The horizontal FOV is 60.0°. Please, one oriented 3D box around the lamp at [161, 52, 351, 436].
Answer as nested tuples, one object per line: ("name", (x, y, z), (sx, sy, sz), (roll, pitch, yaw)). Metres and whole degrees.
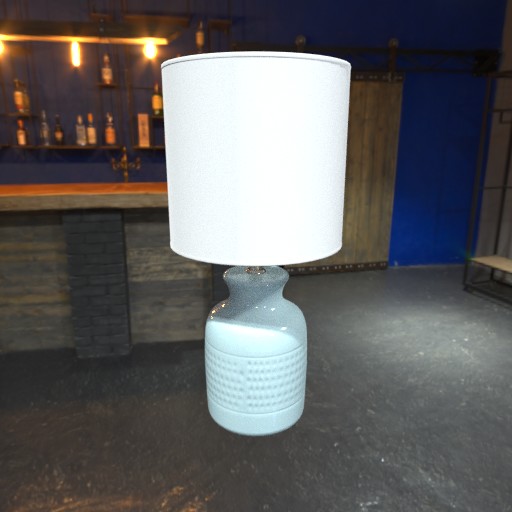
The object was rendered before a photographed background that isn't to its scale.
("lamp", (0.000, 0.000, 1.108), (0.418, 0.871, 0.418), (-2, 15, -7))
